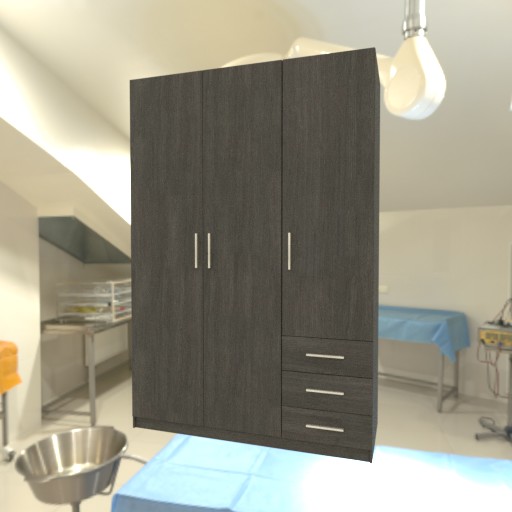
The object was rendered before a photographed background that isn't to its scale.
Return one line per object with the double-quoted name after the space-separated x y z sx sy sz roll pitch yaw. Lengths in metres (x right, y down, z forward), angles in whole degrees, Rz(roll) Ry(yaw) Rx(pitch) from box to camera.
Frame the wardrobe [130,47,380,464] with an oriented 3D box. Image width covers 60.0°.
0.000 0.000 2.455 1.290 1.910 0.510 1 2 18 "wardrobe"
